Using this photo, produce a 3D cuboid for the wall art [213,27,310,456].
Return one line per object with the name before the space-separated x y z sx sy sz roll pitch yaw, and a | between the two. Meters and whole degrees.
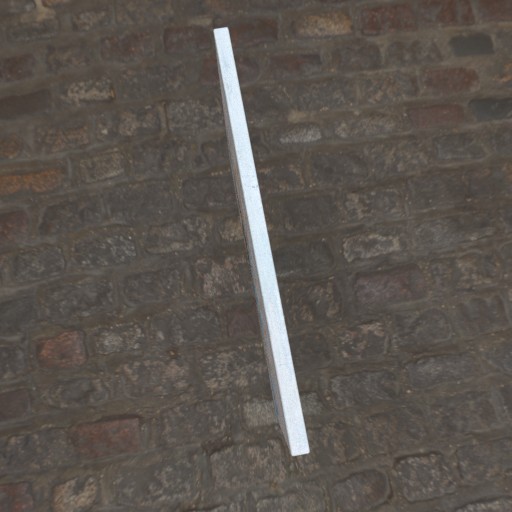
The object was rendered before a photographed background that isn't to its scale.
wall art | 0.000 0.000 1.369 0.038 0.762 1.016 -10 77 -2
